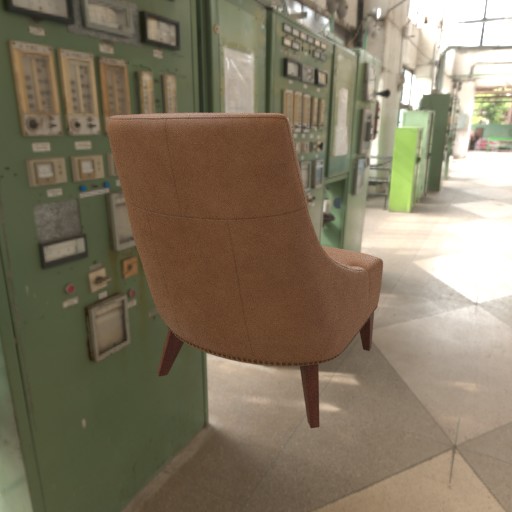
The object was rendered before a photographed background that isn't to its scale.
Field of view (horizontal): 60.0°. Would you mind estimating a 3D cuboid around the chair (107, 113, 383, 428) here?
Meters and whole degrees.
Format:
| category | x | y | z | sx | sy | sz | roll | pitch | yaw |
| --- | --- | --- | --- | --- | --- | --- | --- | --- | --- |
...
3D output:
| category | x | y | z | sx | sy | sz | roll | pitch | yaw |
| --- | --- | --- | --- | --- | --- | --- | --- | --- | --- |
| chair | 0.000 | 0.000 | 1.512 | 0.701 | 0.909 | 0.861 | 9 | 19 | 28 |
